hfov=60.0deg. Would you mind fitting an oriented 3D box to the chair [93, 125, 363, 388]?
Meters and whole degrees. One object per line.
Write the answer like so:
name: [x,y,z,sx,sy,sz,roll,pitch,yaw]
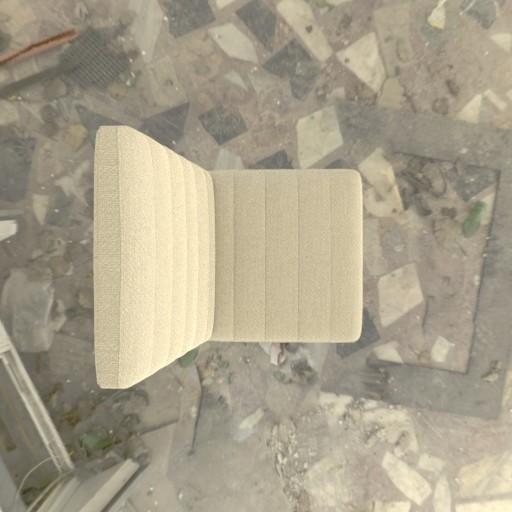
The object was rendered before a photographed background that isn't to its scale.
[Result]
chair: [0.000,0.000,1.294,0.634,0.930,0.520,0,90,0]
